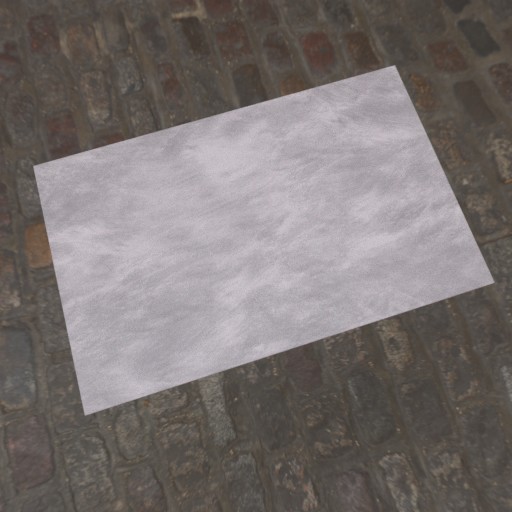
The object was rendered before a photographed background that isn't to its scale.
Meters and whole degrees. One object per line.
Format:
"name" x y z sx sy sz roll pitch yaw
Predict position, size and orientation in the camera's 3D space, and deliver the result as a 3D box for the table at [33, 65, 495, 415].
"table" 0.000 0.000 1.564 1.100 0.734 0.700 -17 76 -4
